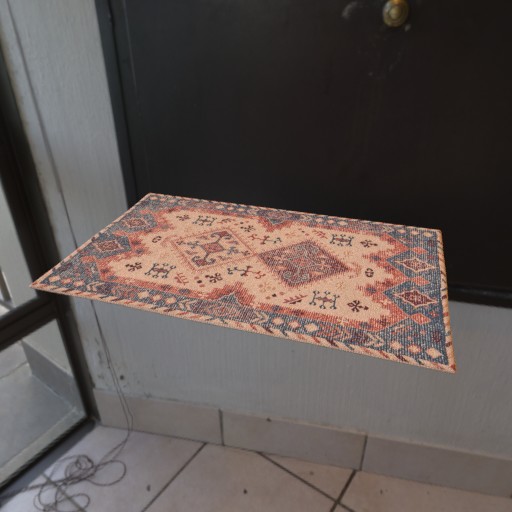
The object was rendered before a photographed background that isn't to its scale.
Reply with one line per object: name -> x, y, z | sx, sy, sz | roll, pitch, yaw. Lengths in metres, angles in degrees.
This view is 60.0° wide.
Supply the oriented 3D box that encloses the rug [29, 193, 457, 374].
rug -> 0.000, 0.000, 3.036 | 2.464, 0.023, 1.521 | 9, 32, 14
